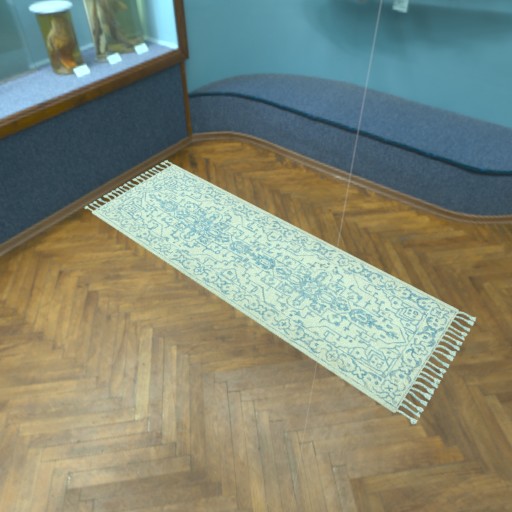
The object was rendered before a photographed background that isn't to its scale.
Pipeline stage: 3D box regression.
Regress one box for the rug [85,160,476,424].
[{"bbox_3d":[0.000,0.000,2.723,2.449,0.011,0.774,30,52,27],"label":"rug"}]
